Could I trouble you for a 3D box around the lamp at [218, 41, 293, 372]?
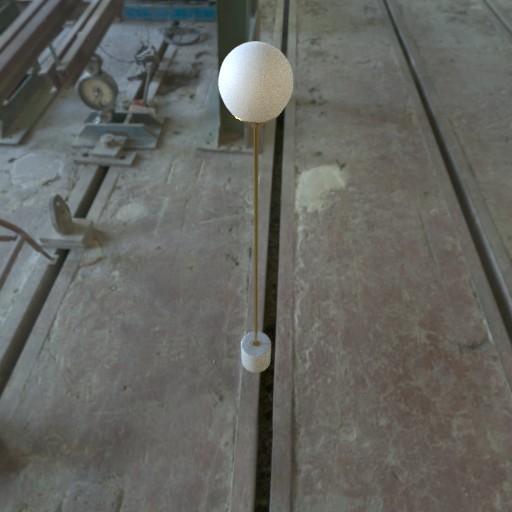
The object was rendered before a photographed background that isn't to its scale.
[{"bbox_3d":[0.000,0.000,1.888,0.224,1.753,0.224,-33,56,-27],"label":"lamp"}]
